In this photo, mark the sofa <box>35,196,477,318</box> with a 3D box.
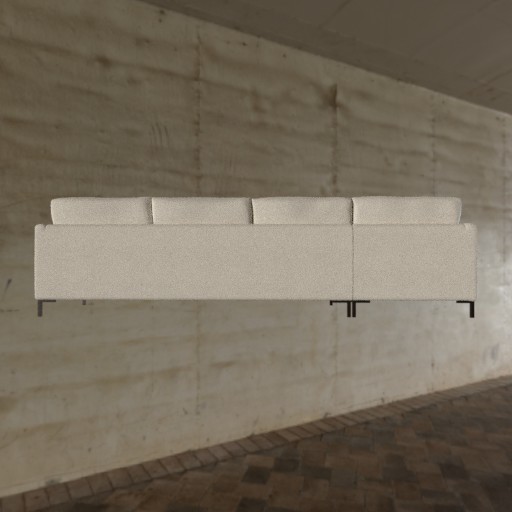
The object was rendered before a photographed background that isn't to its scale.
[{"bbox_3d":[0.000,0.000,3.837,3.186,0.875,1.467,0,0,1],"label":"sofa"}]
